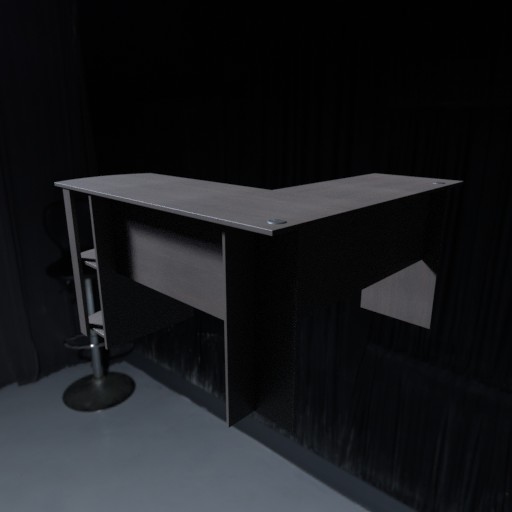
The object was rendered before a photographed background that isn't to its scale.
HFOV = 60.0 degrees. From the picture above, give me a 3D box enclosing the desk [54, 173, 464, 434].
[{"bbox_3d":[0.000,0.000,2.116,1.361,0.716,1.303,16,23,41],"label":"desk"}]
